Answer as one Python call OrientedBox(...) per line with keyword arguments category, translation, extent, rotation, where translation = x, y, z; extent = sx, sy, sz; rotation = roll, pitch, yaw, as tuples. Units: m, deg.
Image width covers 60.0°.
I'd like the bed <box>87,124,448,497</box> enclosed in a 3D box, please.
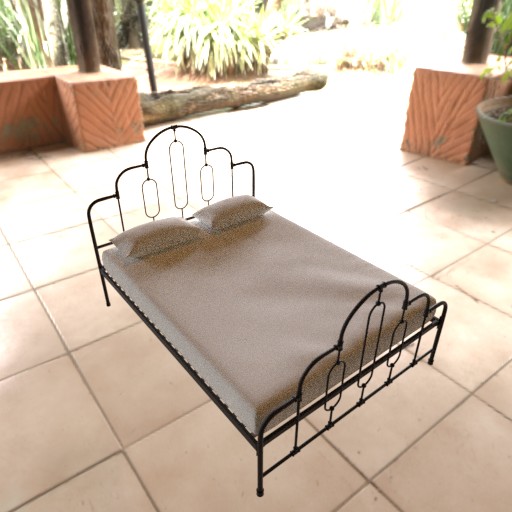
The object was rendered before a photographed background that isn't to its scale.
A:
OrientedBox(category="bed", translation=(0.000, 0.000, 3.188), extent=(1.640, 1.429, 2.163), rotation=(-22, 37, -32))
